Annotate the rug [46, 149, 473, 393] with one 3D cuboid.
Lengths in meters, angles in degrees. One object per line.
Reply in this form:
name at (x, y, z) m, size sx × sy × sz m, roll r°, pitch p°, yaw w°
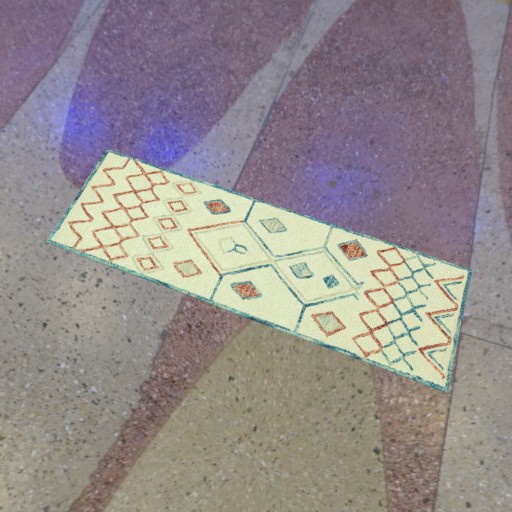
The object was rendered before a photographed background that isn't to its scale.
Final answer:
rug at (0.000, 0.000, 2.637) m, size 2.435 × 0.011 × 0.750 m, roll 19°, pitch 67°, yaw 9°
